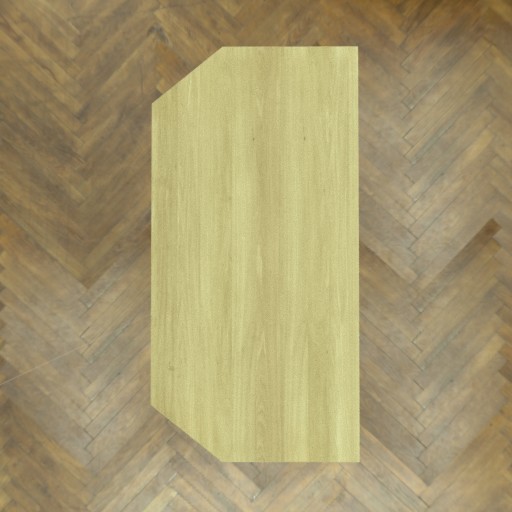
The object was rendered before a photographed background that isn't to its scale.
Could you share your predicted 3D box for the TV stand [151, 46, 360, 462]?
[{"bbox_3d":[0.000,0.000,1.297,0.425,0.781,0.851,0,89,0],"label":"TV stand"}]
